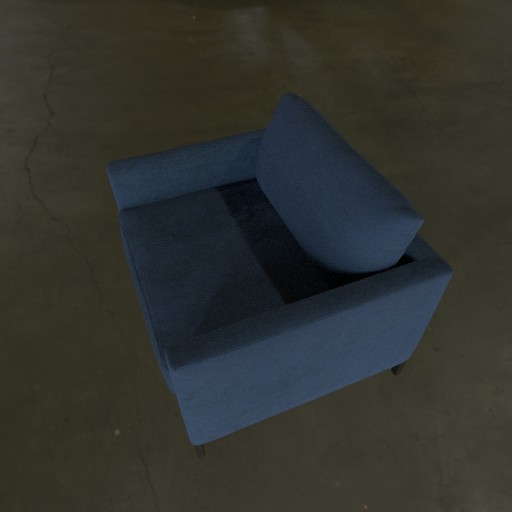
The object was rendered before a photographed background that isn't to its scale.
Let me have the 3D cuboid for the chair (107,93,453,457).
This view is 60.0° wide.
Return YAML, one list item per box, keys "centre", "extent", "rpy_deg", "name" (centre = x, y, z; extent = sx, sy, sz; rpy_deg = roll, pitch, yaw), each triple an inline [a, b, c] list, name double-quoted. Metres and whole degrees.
- centre: [0.000, 0.000, 1.616]
  extent: [0.875, 0.812, 0.964]
  rpy_deg: [-17, 49, -15]
  name: "chair"
